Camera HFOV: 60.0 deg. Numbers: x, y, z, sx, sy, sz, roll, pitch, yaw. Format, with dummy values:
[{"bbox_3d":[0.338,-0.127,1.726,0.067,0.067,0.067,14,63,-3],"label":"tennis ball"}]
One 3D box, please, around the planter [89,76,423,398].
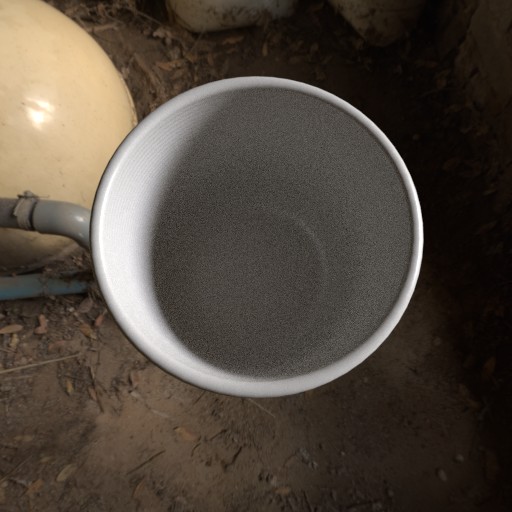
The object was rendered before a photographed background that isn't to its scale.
[{"bbox_3d":[0.000,0.000,0.216,0.124,0.109,0.124,0,77,0],"label":"planter"}]
